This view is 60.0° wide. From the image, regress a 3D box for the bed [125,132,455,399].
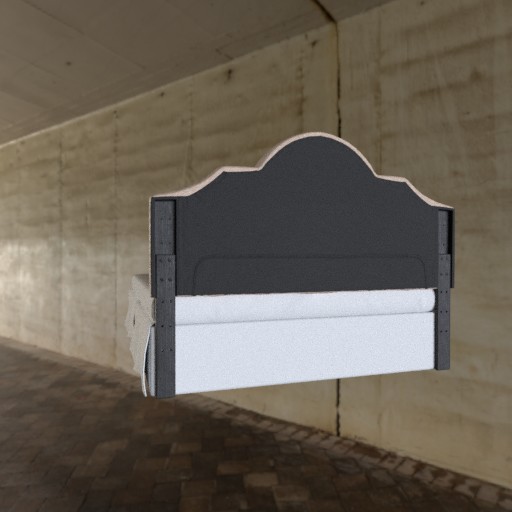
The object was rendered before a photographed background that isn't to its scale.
[{"bbox_3d":[0.000,0.000,3.024,1.667,1.194,1.970,0,1,-18],"label":"bed"}]
